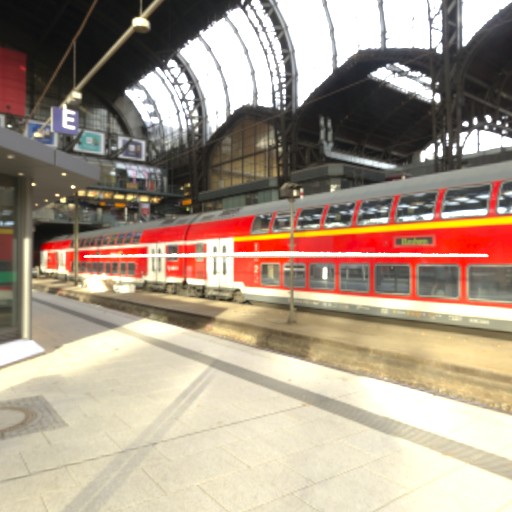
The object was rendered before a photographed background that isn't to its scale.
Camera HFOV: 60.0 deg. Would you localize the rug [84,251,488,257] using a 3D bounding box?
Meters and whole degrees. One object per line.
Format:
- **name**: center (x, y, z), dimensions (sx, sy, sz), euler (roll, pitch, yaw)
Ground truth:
- **rug**: center (0.000, 0.000, 2.889), dimensions (1.514, 0.014, 2.275), euler (0, 0, -38)
